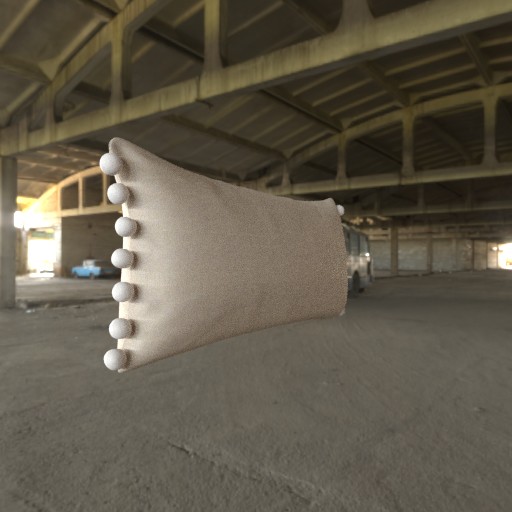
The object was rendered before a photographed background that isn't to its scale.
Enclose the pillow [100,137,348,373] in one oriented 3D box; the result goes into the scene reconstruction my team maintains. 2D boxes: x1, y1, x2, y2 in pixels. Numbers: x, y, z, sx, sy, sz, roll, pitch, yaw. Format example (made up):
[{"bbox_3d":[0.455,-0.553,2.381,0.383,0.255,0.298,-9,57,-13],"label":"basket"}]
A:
[{"bbox_3d":[0.000,0.000,0.864,0.201,0.322,0.709,0,0,36],"label":"pillow"}]
